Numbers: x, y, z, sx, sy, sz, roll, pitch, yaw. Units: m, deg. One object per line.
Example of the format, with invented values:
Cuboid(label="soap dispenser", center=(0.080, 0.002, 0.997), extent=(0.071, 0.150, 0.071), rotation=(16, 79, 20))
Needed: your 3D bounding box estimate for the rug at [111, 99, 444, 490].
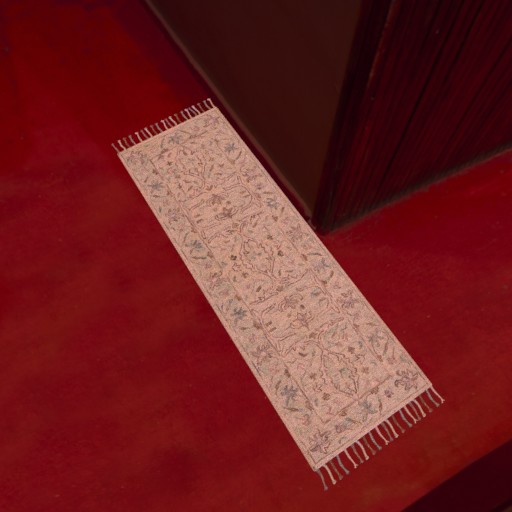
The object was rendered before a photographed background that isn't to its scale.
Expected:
Cuboid(label="rug", center=(0.000, 0.000, 2.631), extent=(0.769, 0.013, 2.440), rotation=(-30, 69, -13))
